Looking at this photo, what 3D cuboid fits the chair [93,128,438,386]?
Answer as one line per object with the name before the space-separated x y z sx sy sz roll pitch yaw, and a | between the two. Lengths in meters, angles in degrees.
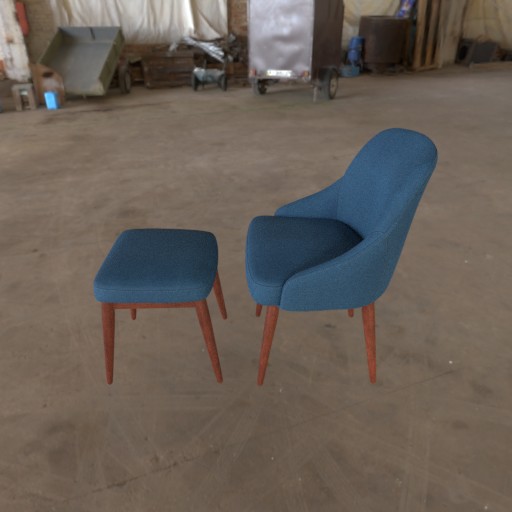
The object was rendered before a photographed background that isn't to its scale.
chair | 0.000 0.000 1.624 1.114 0.866 0.584 0 29 -1
